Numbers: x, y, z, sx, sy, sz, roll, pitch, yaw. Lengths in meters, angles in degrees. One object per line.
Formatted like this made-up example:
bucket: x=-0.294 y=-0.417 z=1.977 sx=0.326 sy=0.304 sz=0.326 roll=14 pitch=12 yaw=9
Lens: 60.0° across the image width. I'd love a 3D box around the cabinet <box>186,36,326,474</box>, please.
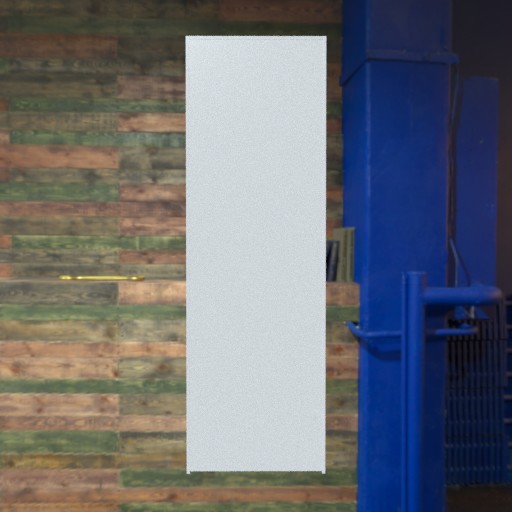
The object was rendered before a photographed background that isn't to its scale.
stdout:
cabinet: x=0.000 y=0.000 z=1.778 sx=0.520 sy=1.630 sz=0.255 roll=0 pitch=1 yaw=0
